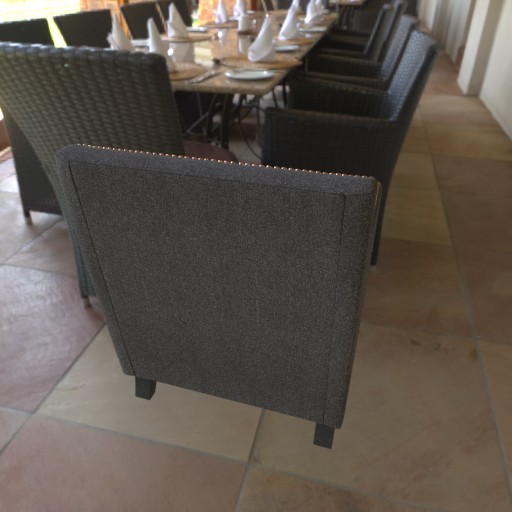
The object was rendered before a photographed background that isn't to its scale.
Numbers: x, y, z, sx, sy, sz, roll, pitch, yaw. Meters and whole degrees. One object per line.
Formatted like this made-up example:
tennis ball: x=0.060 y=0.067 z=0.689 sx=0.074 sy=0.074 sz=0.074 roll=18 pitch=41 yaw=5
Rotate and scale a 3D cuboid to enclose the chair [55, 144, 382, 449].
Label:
chair: x=0.000 y=0.000 z=1.564 sx=0.776 sy=0.967 sz=0.884 roll=9 pitch=33 yaw=15
